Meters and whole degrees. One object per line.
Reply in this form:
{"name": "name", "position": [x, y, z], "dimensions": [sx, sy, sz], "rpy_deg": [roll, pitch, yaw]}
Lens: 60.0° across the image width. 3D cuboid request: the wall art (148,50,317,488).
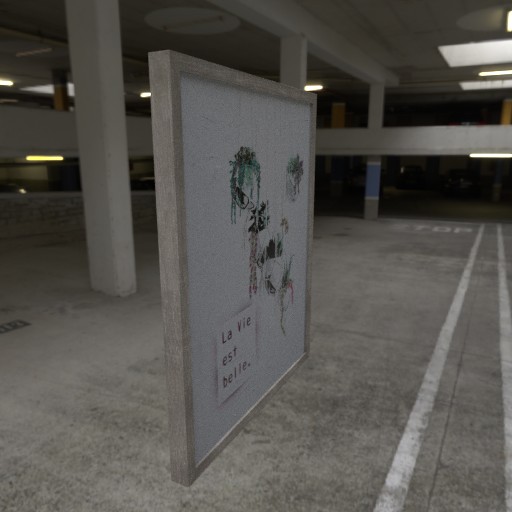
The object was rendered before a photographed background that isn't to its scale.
{"name": "wall art", "position": [0.000, 0.000, 0.696], "dimensions": [0.032, 0.521, 0.421], "rpy_deg": [7, 15, 27]}
